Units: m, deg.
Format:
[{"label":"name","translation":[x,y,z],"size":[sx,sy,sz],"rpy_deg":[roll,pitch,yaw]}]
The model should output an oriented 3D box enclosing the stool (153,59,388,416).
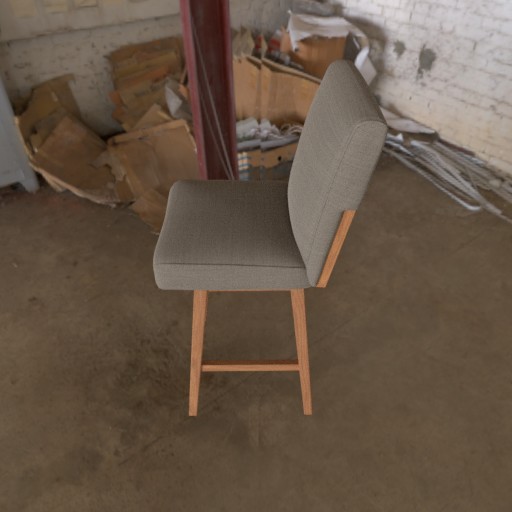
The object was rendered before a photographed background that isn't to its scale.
[{"label":"stool","translation":[0.000,0.000,1.432],"size":[0.570,1.112,0.483],"rpy_deg":[0,41,0]}]
